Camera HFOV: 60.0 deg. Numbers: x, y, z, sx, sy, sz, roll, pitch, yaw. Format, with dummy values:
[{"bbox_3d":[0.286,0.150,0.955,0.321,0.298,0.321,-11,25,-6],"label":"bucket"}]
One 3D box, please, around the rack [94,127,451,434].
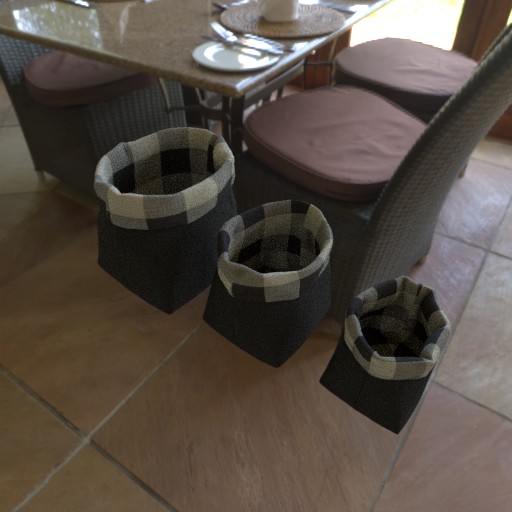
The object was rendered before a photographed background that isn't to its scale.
[{"bbox_3d":[0.000,0.000,1.038,0.889,0.329,0.370,27,49,27],"label":"rack"}]
